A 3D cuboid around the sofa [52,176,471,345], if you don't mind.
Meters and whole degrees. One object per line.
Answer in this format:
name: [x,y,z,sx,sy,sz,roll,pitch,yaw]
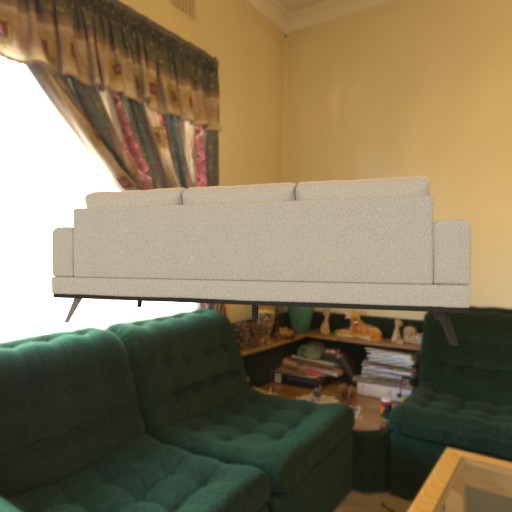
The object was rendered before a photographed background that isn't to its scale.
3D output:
sofa: [0.000,0.000,2.755,2.310,0.810,0.920,0,0,18]
